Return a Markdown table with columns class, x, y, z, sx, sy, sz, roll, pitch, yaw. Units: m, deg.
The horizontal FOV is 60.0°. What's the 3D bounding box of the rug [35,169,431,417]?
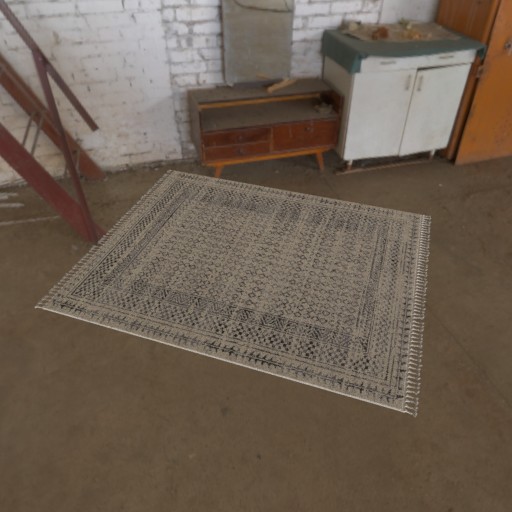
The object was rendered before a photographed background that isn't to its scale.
| class | x | y | z | sx | sy | sz | roll | pitch | yaw |
| --- | --- | --- | --- | --- | --- | --- | --- | --- | --- |
| rug | 0.000 | 0.000 | 3.964 | 2.940 | 0.013 | 2.312 | 12 | 42 | 14 |
